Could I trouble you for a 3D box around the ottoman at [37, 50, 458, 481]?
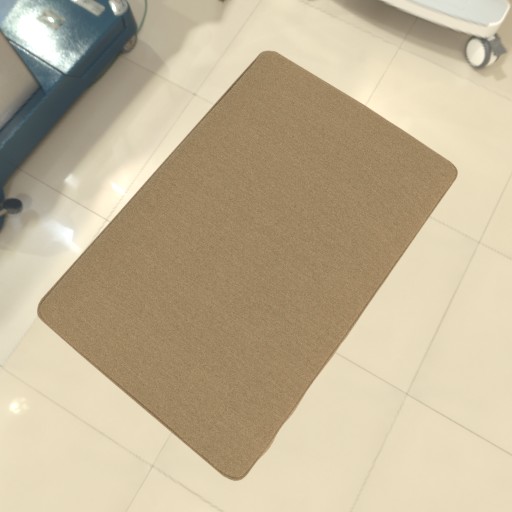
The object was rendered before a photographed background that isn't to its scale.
[{"bbox_3d":[0.000,0.000,1.265,0.636,0.521,0.945,36,78,9],"label":"ottoman"}]
